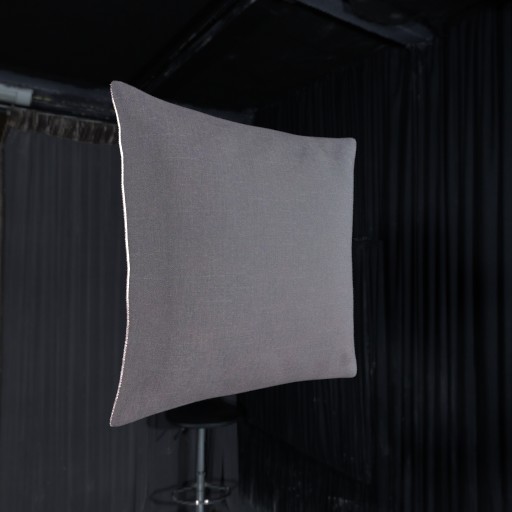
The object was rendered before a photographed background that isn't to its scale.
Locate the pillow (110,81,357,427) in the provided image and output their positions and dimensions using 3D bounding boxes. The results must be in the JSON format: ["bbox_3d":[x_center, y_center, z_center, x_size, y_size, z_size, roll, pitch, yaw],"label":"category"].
[{"bbox_3d":[0.000,0.000,0.795,0.523,0.506,0.166,1,-2,-35],"label":"pillow"}]
